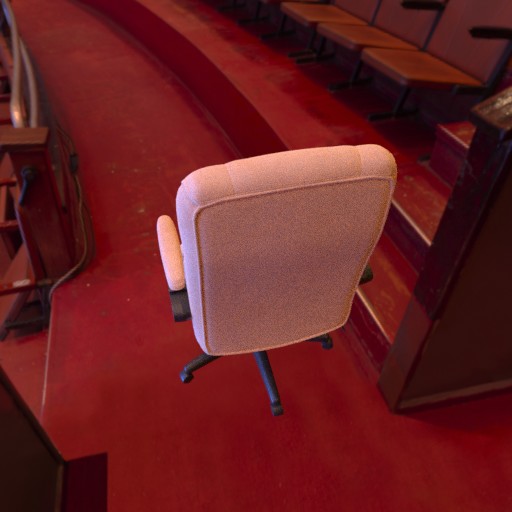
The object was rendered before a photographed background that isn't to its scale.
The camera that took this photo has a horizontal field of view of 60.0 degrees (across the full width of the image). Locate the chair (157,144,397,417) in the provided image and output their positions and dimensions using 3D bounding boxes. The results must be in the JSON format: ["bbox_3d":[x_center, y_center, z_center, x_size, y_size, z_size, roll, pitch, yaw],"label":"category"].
[{"bbox_3d":[0.000,0.000,1.542,0.667,1.105,0.724,-10,42,-12],"label":"chair"}]
